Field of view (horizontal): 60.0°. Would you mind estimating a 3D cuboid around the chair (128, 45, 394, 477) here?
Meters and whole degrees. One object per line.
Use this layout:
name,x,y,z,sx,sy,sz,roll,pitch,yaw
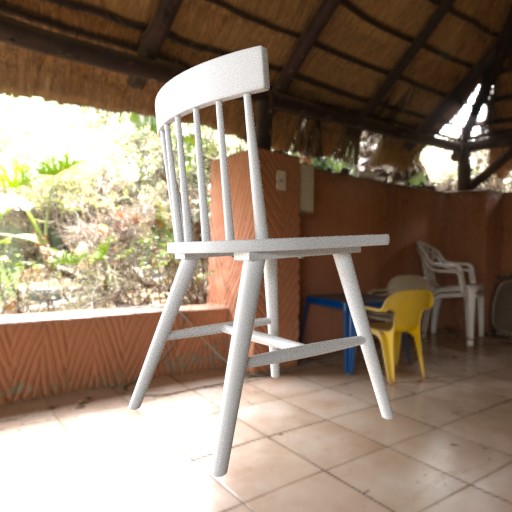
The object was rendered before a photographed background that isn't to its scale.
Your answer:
chair,0.000,0.000,1.106,0.500,0.787,0.483,0,1,-36
